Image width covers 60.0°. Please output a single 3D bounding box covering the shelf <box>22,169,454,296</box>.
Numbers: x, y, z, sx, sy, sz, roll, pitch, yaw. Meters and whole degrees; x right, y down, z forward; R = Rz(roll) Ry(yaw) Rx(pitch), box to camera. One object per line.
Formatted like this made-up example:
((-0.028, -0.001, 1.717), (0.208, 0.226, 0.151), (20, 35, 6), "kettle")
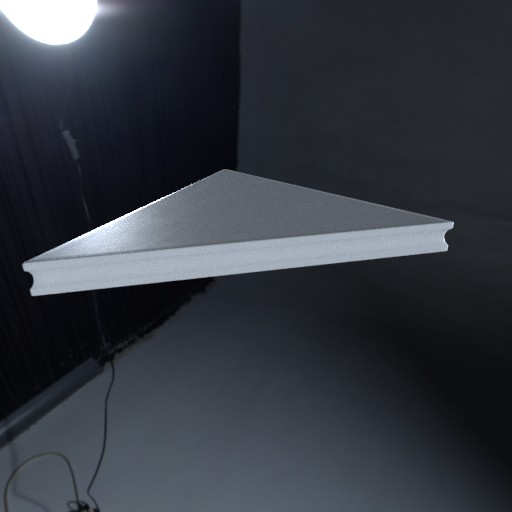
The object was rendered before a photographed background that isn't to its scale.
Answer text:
((0.000, 0.000, 0.430), (0.296, 0.035, 0.296), (18, 35, 28), "shelf")
